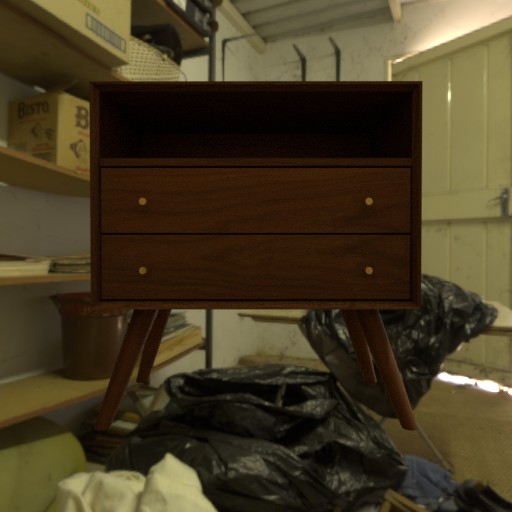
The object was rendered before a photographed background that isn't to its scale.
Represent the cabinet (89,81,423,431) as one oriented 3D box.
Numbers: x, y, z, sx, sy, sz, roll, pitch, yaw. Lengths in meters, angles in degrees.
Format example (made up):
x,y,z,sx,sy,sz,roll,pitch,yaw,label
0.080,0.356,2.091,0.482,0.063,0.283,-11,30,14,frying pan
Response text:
x,y,z,sx,sy,sz,roll,pitch,yaw,label
0.000,0.000,1.136,0.712,0.748,0.388,0,1,0,cabinet
